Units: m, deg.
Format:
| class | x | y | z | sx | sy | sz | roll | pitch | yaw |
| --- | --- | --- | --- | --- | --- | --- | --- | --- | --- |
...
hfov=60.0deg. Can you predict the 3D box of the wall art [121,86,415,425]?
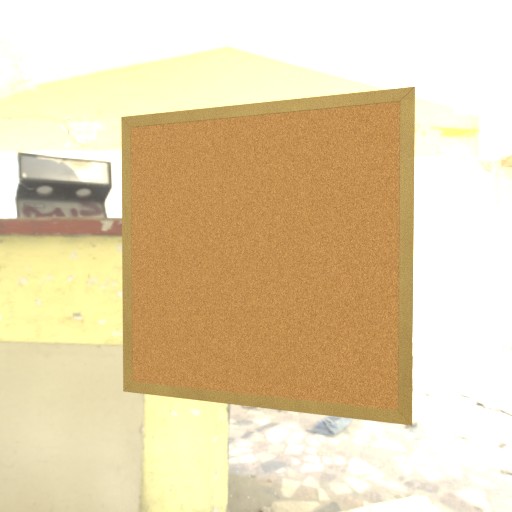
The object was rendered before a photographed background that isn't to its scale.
| class | x | y | z | sx | sy | sz | roll | pitch | yaw |
| --- | --- | --- | --- | --- | --- | --- | --- | --- | --- |
| wall art | 0.000 | 0.000 | 0.758 | 0.508 | 0.508 | 0.038 | 0 | 1 | 18 |
